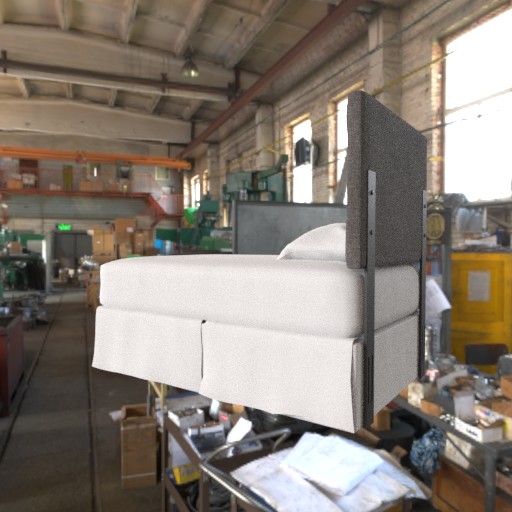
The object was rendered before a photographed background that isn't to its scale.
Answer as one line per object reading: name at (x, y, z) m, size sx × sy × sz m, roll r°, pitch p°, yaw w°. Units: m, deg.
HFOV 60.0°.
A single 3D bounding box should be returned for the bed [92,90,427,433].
bed at (0.000, 0.000, 3.037) m, size 1.997 × 1.571 × 1.261 m, roll 1°, pitch 2°, yaw 35°
